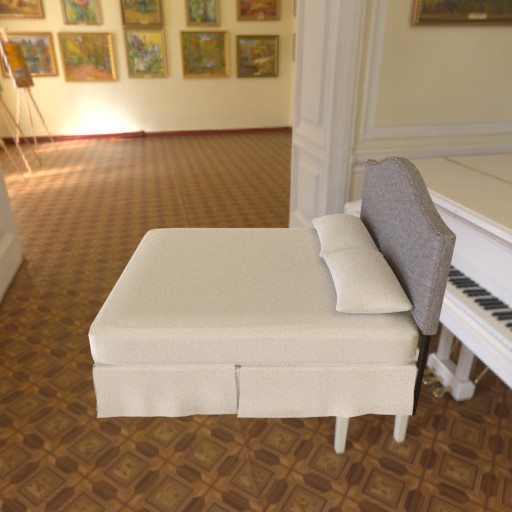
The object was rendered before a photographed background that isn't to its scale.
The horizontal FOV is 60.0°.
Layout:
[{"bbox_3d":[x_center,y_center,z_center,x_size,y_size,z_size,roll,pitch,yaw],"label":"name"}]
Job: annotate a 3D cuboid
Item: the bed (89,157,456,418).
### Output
[{"bbox_3d":[0.000,0.000,2.970,1.870,1.295,1.610,0,25,0],"label":"bed"}]
